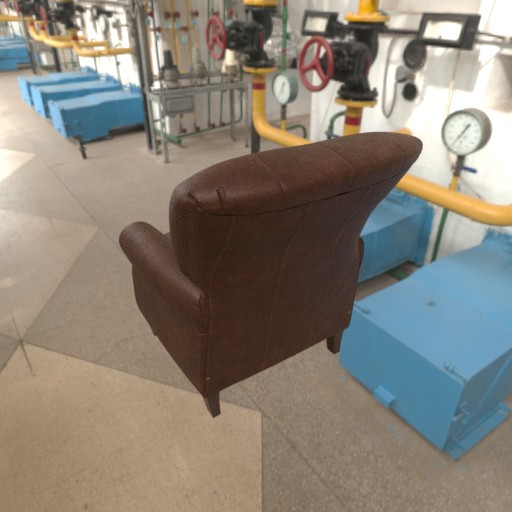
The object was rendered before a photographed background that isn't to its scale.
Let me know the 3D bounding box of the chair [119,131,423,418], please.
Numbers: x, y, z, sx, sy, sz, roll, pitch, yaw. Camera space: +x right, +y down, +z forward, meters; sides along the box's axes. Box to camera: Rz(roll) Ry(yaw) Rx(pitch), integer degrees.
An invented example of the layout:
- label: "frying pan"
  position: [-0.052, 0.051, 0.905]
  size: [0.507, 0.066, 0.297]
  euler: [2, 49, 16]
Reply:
- label: "chair"
  position: [0.000, 0.000, 1.928]
  size: [0.979, 1.162, 1.031]
  euler: [-19, 36, -29]
